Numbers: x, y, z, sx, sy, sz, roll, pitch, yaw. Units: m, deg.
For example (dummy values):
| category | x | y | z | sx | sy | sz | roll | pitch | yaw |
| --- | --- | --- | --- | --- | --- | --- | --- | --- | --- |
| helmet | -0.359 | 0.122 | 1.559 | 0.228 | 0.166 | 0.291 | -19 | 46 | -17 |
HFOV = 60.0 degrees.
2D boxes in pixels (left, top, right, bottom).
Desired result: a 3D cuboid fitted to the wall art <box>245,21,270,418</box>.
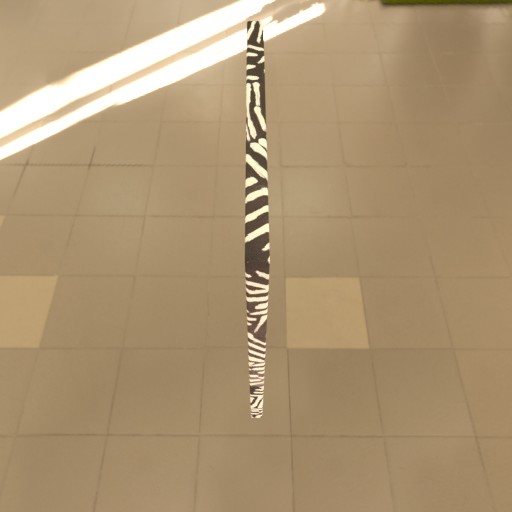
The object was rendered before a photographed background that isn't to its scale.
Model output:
| category | x | y | z | sx | sy | sz | roll | pitch | yaw |
| --- | --- | --- | --- | --- | --- | --- | --- | --- | --- |
| wall art | 0.000 | 0.000 | 1.172 | 0.035 | 0.918 | 0.615 | 0 | 57 | 0 |
